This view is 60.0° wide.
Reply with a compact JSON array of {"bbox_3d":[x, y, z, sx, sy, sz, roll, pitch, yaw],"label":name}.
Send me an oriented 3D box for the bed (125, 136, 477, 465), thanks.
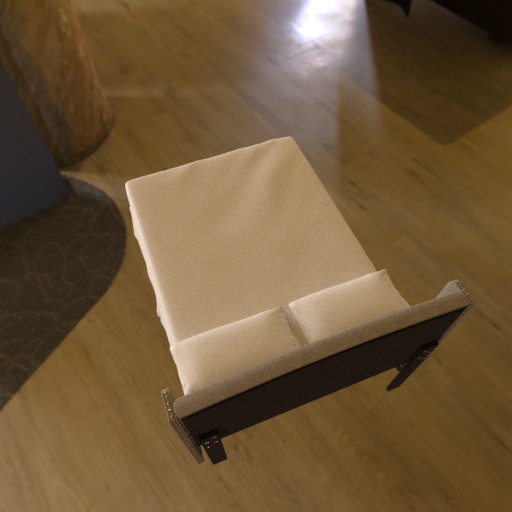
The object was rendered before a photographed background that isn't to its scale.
[{"bbox_3d":[0.000,0.000,3.282,1.710,1.407,2.237,-18,59,-11],"label":"bed"}]
